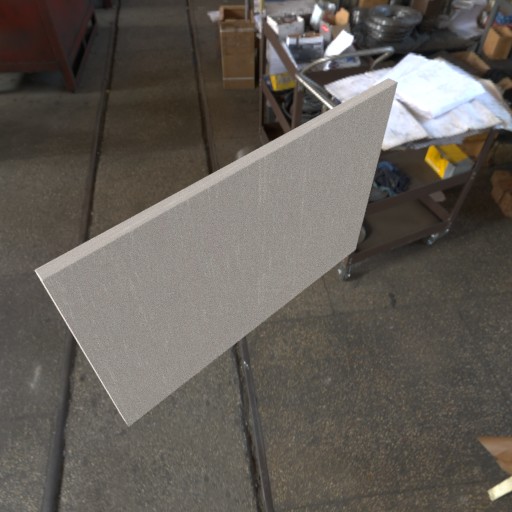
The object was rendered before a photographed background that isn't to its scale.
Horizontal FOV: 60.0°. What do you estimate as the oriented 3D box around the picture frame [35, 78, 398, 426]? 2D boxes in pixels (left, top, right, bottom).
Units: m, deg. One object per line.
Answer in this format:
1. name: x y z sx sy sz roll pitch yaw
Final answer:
1. picture frame: 0.000 0.000 1.167 0.950 0.640 0.029 -34 57 -26
